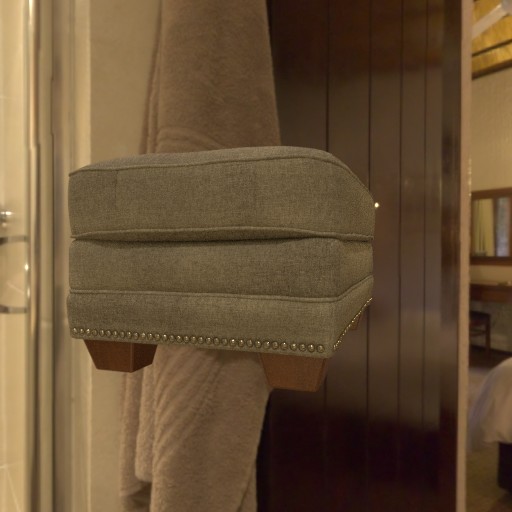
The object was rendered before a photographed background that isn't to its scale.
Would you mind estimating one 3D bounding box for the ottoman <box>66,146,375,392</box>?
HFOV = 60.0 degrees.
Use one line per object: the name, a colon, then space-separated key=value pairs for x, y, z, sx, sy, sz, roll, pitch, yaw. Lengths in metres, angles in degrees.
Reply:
ottoman: x=0.000 y=0.000 z=1.155 sx=0.561 sy=0.457 sz=0.813 roll=0 pitch=1 yaw=19
